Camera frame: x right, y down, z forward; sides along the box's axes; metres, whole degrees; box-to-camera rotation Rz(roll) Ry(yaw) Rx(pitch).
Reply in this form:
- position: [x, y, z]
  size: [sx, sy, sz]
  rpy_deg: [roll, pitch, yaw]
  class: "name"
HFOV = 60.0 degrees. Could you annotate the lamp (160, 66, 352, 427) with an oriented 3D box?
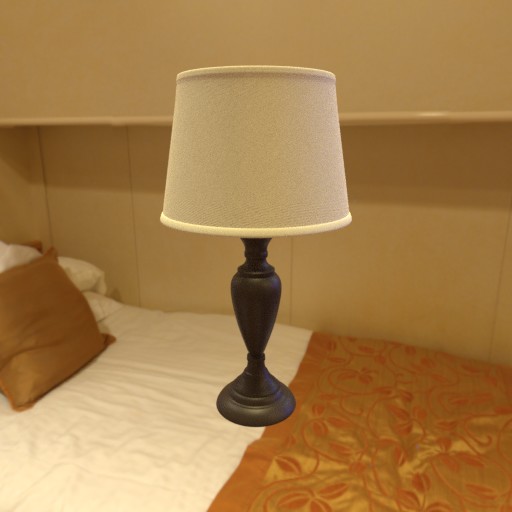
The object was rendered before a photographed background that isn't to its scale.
- position: [0.000, 0.000, 0.811]
  size: [0.335, 0.611, 0.335]
  rpy_deg: [0, 15, 0]
  class: "lamp"
